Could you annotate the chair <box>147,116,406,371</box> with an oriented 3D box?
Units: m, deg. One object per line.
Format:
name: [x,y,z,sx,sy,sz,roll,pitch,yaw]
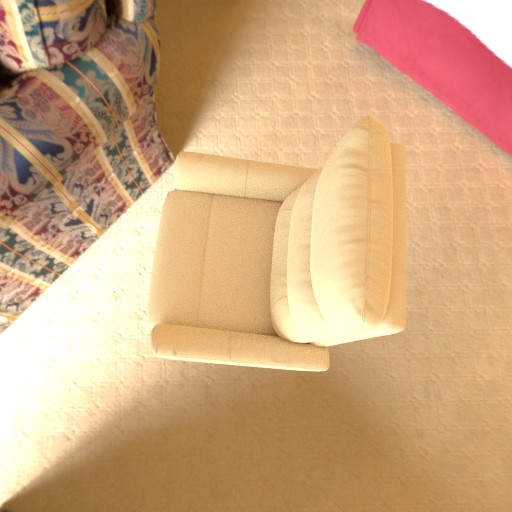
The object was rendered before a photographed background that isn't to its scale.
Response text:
chair: [0.000,0.000,1.614,0.831,1.082,0.775,5,76,1]
